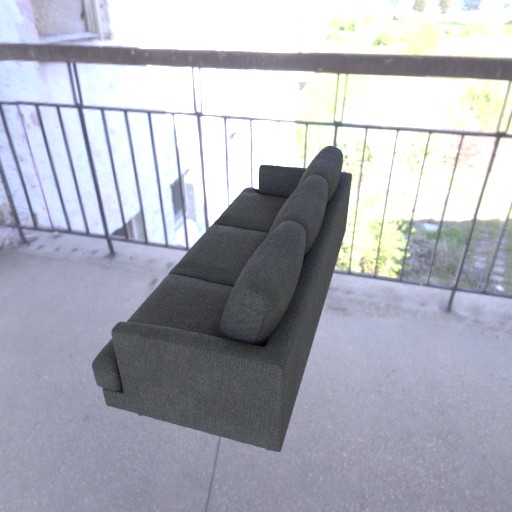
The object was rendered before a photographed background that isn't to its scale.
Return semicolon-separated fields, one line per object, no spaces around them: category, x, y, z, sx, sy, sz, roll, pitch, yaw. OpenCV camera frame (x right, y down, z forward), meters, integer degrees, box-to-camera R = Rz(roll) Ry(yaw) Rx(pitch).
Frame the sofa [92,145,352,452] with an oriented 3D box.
sofa;0.000;0.000;2.786;0.903;0.930;2.246;9;32;15
